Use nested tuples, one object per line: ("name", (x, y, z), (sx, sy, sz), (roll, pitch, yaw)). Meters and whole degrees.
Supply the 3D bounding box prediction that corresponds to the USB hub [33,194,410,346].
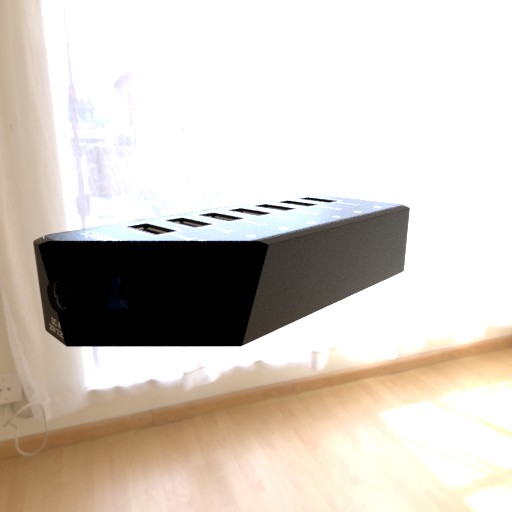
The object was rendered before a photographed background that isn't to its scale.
("USB hub", (0.000, 0.000, 0.130), (0.044, 0.023, 0.110), (15, 21, 42))
